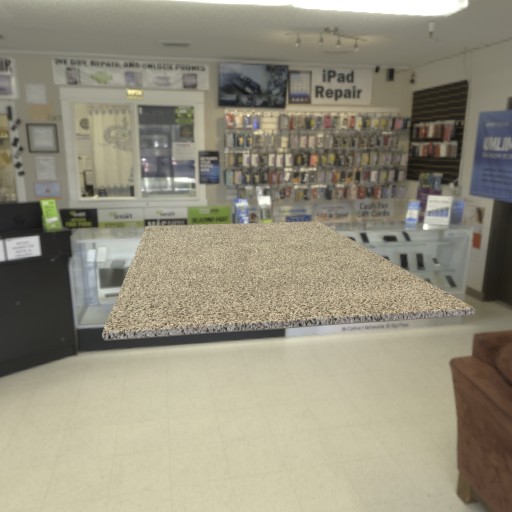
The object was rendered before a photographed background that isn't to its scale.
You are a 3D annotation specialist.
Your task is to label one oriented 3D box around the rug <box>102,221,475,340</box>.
[{"bbox_3d":[0.000,0.000,2.251,1.219,0.030,1.778,-2,14,-9],"label":"rug"}]
